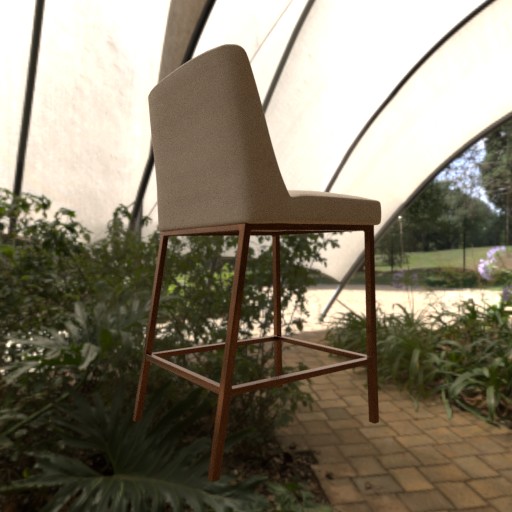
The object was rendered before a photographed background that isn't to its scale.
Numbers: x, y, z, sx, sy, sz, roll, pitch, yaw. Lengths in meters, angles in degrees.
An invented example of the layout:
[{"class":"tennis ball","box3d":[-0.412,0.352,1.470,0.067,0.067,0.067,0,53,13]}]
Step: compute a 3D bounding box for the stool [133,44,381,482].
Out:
[{"class":"stool","box3d":[0.000,0.000,1.306,0.576,0.973,0.507,0,0,-37]}]
